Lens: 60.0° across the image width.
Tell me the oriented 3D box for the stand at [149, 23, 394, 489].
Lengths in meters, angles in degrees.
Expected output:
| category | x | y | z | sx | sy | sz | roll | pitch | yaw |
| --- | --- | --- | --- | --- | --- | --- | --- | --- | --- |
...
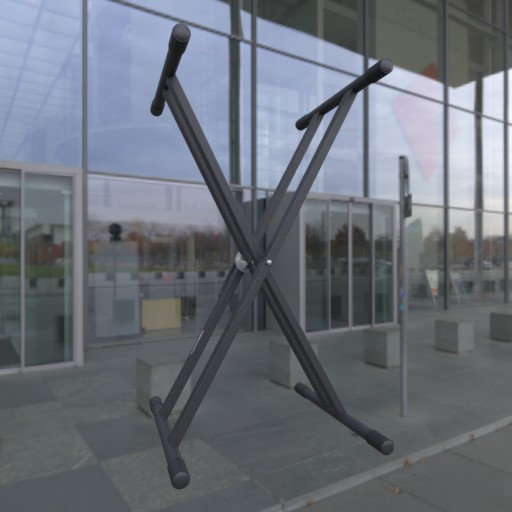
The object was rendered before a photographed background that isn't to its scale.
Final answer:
| category | x | y | z | sx | sy | sz | roll | pitch | yaw |
| --- | --- | --- | --- | --- | --- | --- | --- | --- | --- |
| stand | 0.000 | 0.000 | 1.158 | 0.503 | 0.900 | 0.495 | 0 | 0 | -18 |
